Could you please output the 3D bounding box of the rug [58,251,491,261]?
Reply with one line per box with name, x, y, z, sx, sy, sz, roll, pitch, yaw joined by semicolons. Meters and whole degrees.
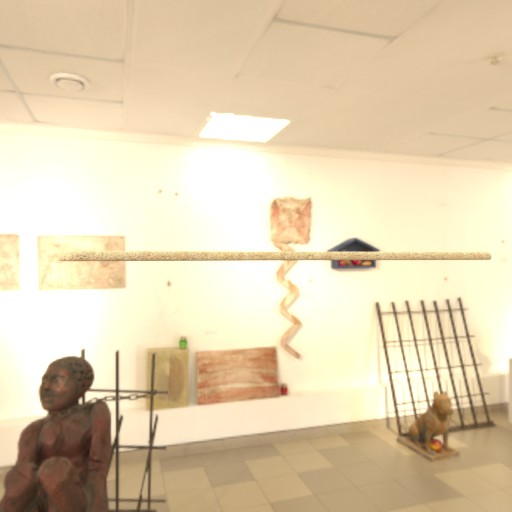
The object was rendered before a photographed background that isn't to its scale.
rug;0.000;0.000;3.327;2.528;0.048;2.009;0;0;-18
